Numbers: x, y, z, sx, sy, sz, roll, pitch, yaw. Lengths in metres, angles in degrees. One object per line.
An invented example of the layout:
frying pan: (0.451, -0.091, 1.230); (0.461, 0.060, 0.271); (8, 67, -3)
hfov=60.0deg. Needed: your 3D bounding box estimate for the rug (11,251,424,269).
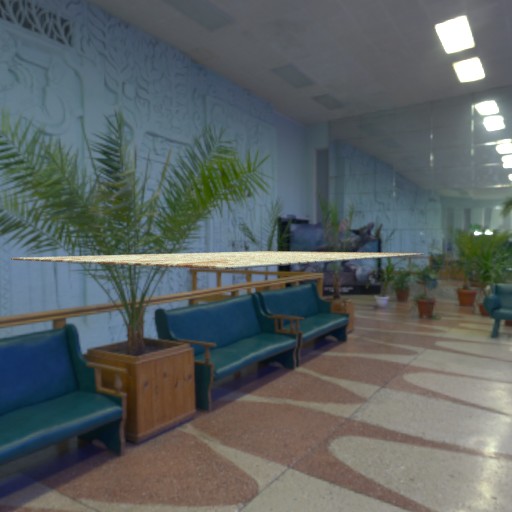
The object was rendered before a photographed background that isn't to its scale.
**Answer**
rug: (0.000, 0.000, 2.940); (1.517, 0.011, 2.435); (1, 2, 36)
